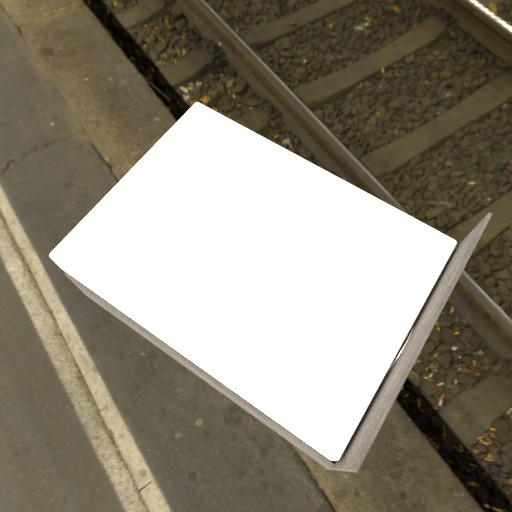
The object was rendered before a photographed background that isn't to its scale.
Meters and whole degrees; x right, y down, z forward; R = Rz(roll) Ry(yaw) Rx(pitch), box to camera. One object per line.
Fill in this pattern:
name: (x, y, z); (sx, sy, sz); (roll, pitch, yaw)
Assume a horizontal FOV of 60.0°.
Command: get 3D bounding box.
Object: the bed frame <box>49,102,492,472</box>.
bed frame: (0.000, 0.000, 2.551); (1.900, 0.800, 1.400); (32, 69, 14)
